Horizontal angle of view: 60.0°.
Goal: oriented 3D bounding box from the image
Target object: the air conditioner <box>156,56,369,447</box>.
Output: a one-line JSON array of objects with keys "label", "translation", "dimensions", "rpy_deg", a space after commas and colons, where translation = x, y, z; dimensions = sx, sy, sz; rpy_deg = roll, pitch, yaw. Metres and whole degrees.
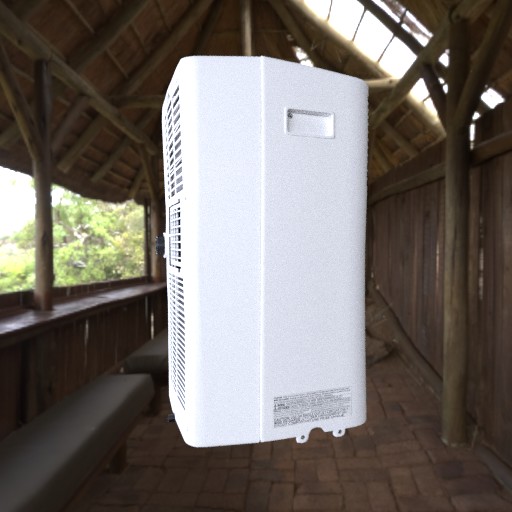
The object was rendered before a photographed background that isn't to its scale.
[{"label": "air conditioner", "translation": [0.000, 0.000, 0.821], "dimensions": [0.349, 0.606, 0.304], "rpy_deg": [-1, 2, -18]}]
